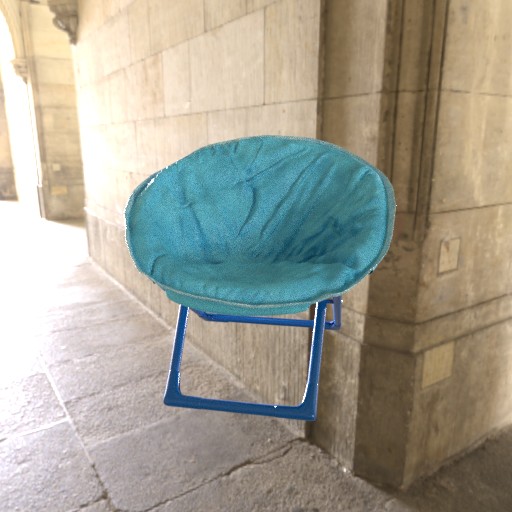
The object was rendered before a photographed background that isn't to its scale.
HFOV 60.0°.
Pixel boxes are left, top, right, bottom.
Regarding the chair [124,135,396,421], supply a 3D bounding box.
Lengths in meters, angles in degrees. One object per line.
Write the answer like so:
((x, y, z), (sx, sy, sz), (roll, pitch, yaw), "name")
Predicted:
((0.000, 0.000, 0.895), (0.520, 0.478, 0.465), (3, 15, 10), "chair")
